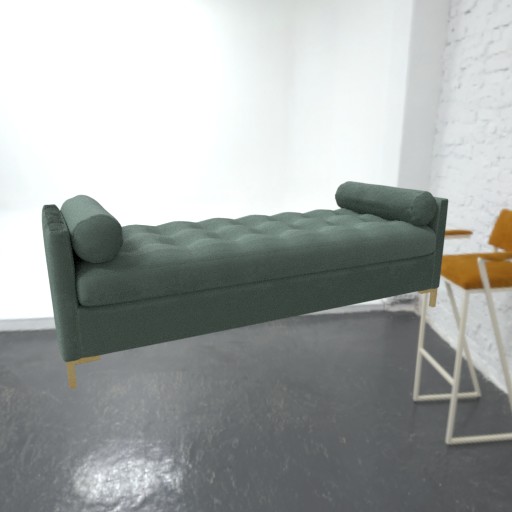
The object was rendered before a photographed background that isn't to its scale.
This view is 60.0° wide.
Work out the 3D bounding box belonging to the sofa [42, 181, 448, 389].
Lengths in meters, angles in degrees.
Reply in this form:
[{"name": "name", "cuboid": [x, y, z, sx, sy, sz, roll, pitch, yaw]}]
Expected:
[{"name": "sofa", "cuboid": [0.000, 0.000, 2.467, 2.102, 0.705, 0.796, -7, 16, -25]}]
